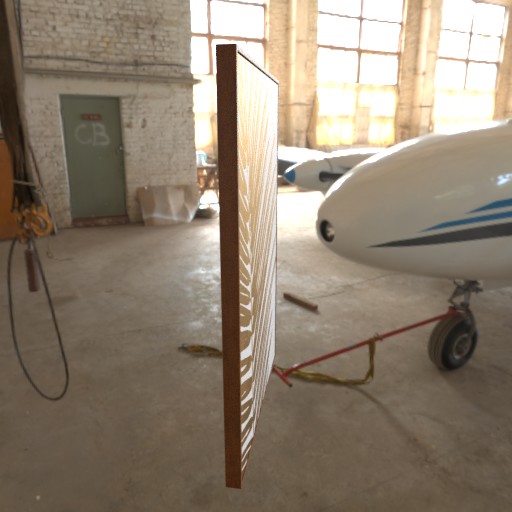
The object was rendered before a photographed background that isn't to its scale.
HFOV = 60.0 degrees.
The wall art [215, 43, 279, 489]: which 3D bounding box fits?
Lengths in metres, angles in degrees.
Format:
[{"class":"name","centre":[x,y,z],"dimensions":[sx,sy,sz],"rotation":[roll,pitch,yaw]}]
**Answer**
[{"class":"wall art","centre":[0.000,0.000,1.160],"dimensions":[0.037,0.914,0.610],"rotation":[3,16,9]}]
